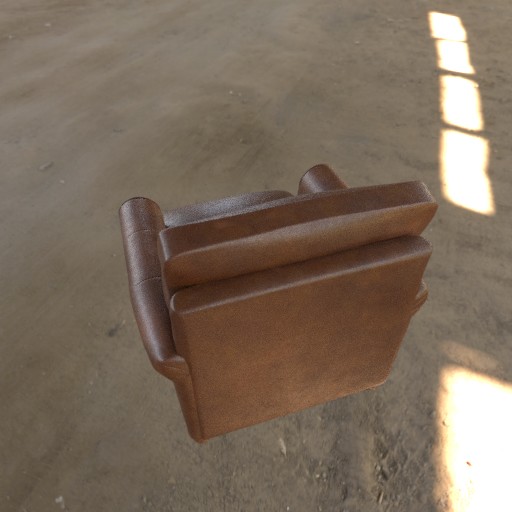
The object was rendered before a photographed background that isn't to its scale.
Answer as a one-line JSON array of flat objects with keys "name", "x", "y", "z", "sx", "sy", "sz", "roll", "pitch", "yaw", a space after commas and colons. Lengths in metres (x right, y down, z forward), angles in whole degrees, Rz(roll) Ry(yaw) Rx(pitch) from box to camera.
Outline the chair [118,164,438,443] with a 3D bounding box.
[{"name": "chair", "x": 0.000, "y": 0.000, "z": 1.762, "sx": 0.989, "sy": 0.972, "sz": 0.992, "roll": -13, "pitch": 44, "yaw": -13}]
